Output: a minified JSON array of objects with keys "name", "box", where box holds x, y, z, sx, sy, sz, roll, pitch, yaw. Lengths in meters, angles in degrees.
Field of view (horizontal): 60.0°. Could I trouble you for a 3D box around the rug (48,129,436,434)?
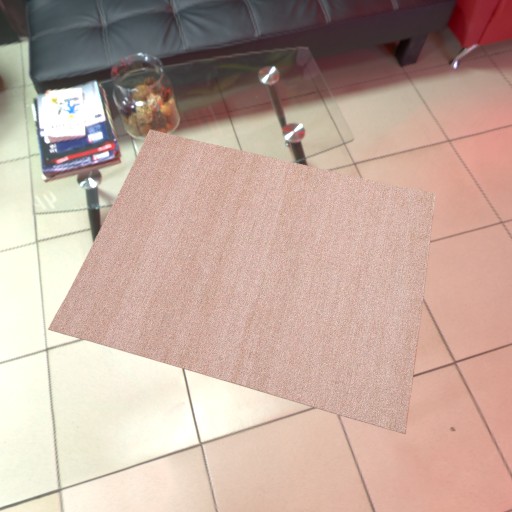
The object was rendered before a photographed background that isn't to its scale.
[{"name":"rug","box":[0.000,0.000,4.275,3.202,0.045,2.434,14,64,7]}]
